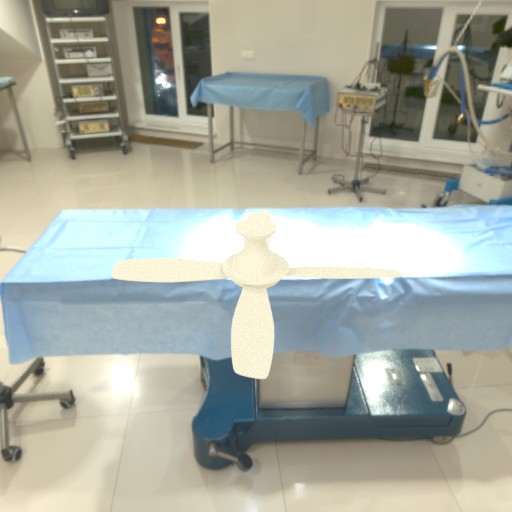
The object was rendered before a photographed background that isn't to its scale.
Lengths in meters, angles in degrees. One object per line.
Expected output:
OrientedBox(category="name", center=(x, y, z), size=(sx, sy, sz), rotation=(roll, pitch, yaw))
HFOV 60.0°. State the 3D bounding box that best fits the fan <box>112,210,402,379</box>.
OrientedBox(category="fan", center=(0.000, 0.000, 2.564), size=(1.694, 0.382, 1.693), rotation=(1, 30, 1))
